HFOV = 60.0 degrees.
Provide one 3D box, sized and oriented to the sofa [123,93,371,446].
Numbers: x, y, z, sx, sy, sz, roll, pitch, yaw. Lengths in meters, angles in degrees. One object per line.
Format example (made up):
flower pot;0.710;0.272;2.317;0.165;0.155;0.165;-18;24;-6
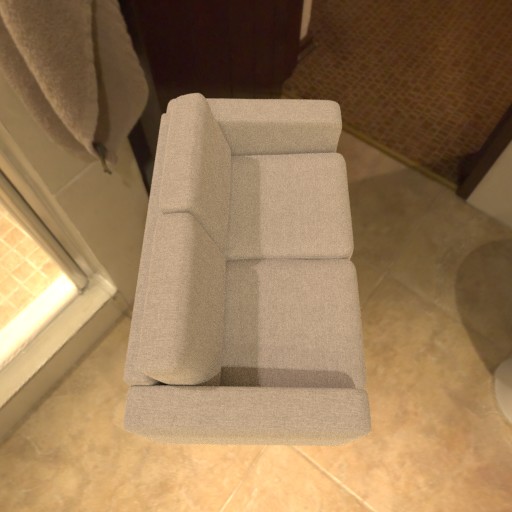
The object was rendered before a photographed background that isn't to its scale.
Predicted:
sofa;0.000;0.000;1.995;0.900;0.800;1.540;1;63;0
